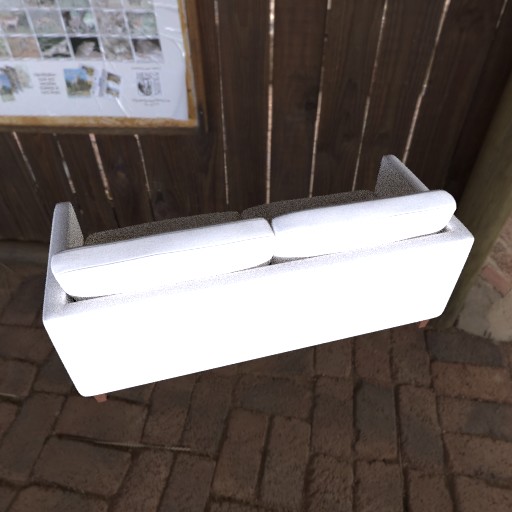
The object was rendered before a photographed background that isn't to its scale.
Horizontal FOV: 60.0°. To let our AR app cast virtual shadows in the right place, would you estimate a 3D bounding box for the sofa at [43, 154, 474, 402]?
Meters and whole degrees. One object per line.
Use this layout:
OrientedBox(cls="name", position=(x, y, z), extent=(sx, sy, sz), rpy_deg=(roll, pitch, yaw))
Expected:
OrientedBox(cls="sofa", position=(0.000, 0.000, 2.572), extent=(2.139, 0.933, 0.924), rpy_deg=(-10, 44, -11))
